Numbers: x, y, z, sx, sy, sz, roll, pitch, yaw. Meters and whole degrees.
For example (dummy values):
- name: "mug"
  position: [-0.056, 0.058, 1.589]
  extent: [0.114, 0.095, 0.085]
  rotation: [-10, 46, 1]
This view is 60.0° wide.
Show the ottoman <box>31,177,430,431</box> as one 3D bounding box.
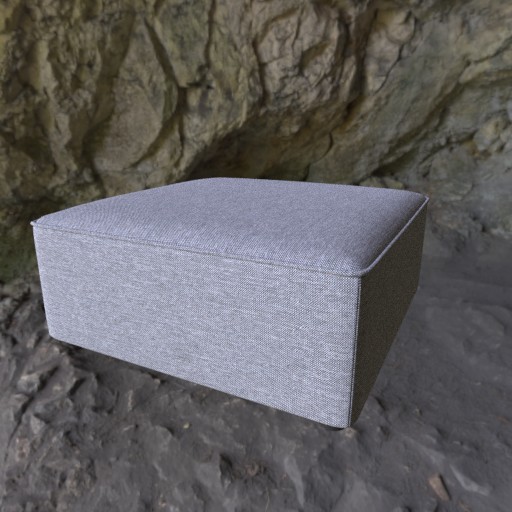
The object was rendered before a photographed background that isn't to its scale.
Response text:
- name: "ottoman"
  position: [0.000, 0.000, 1.548]
  extent: [1.005, 0.455, 1.005]
  rotation: [9, 19, 26]
